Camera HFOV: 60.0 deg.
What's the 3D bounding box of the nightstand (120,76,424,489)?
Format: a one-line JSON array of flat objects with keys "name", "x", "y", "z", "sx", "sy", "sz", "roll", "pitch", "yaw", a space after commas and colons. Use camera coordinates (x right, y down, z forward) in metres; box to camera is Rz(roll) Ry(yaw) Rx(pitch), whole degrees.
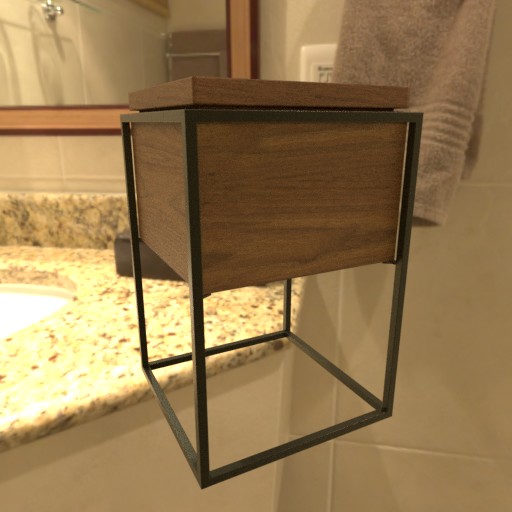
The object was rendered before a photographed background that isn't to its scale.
[{"name": "nightstand", "x": 0.000, "y": 0.000, "z": 0.863, "sx": 0.397, "sy": 0.607, "sz": 0.397, "roll": -8, "pitch": 19, "yaw": -26}]
